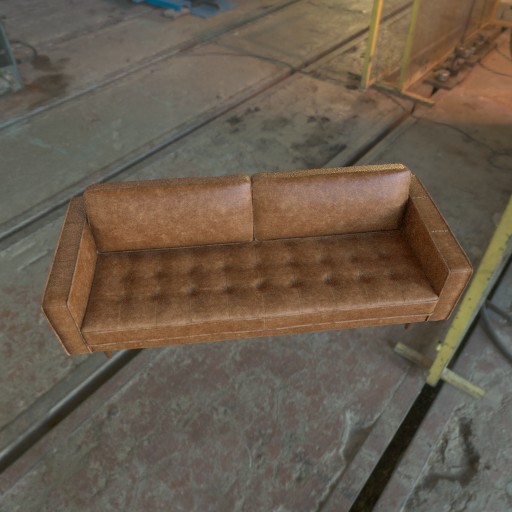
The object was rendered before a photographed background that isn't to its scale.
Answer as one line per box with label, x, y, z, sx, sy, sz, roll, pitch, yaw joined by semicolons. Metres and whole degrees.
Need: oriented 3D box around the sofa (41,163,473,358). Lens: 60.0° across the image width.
sofa;0.000;0.000;2.615;2.199;0.779;0.886;-5;46;-4
